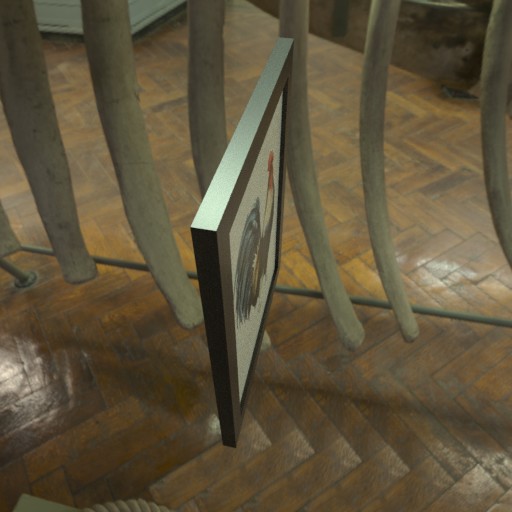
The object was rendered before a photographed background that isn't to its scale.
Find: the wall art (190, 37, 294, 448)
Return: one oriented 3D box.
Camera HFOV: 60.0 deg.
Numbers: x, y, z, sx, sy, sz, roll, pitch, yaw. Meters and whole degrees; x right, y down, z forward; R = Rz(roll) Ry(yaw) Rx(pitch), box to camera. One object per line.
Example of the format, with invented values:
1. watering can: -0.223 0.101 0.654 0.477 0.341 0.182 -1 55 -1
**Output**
1. wall art: 0.000 0.000 0.803 0.027 0.580 0.479 9 48 8
